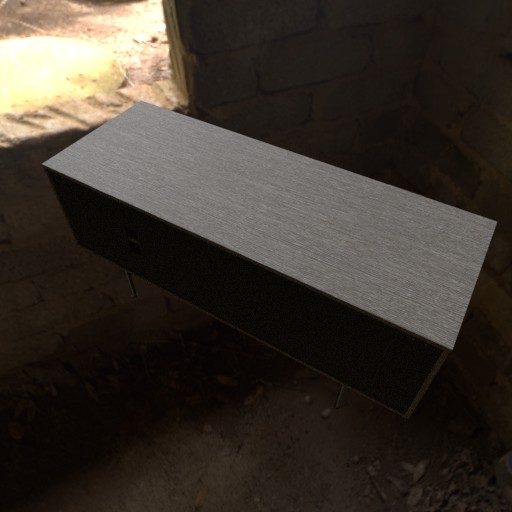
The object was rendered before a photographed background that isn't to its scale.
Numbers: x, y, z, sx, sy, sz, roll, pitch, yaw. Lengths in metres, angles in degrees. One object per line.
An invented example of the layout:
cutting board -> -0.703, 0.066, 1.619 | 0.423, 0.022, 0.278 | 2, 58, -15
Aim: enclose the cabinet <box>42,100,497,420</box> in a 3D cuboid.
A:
cabinet -> 0.000, 0.000, 1.553 | 1.300, 0.599, 0.500 | 24, 52, 20
